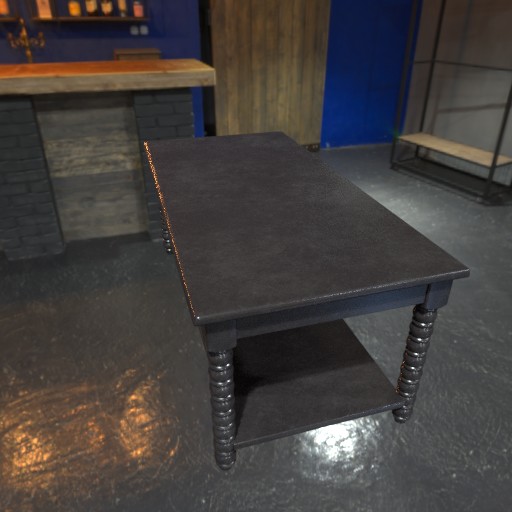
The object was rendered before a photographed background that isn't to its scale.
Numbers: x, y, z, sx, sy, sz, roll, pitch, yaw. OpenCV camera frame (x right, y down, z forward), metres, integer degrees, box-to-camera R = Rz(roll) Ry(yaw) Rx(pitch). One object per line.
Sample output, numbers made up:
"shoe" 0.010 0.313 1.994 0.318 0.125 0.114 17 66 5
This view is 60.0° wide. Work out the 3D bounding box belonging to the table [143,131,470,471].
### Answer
"table" 0.000 0.000 1.438 0.580 0.487 1.171 -8 31 -14
